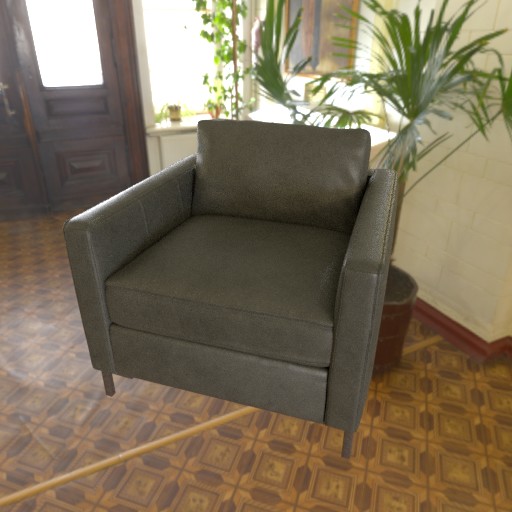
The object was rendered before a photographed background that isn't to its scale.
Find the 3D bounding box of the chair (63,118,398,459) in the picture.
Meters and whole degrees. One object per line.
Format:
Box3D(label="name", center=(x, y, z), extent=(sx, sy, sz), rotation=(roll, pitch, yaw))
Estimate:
Box3D(label="chair", center=(0.000, 0.000, 1.499), extent=(0.967, 0.824, 0.861), rotation=(8, 28, 16))
